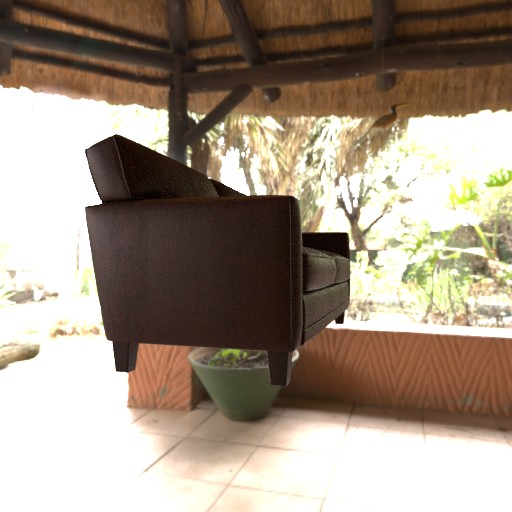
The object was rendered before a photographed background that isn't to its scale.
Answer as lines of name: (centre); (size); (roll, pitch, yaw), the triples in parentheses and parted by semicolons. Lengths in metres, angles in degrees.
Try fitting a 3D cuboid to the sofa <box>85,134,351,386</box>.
sofa: (0.000, 0.000, 2.450); (0.912, 0.928, 1.876); (0, -1, 18)
